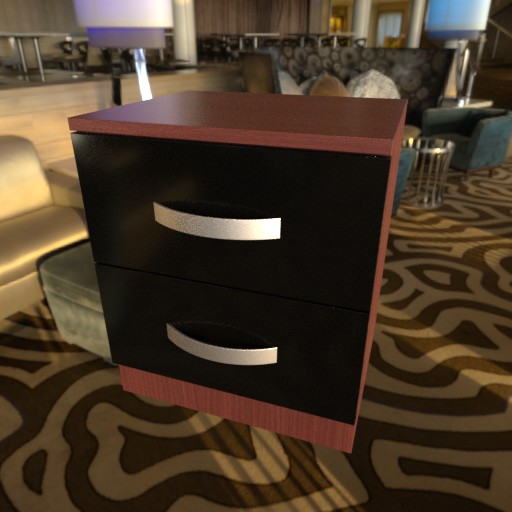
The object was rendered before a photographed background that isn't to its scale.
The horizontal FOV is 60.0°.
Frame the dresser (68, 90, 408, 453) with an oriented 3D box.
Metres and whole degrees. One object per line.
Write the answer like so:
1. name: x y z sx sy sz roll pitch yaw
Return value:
1. dresser: 0.000 0.000 0.737 0.400 0.470 0.360 9 28 17
